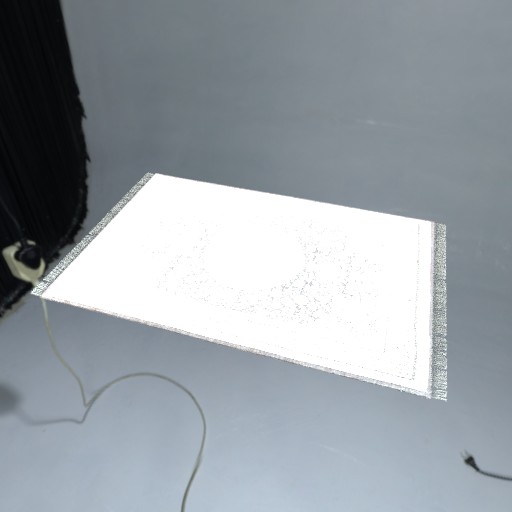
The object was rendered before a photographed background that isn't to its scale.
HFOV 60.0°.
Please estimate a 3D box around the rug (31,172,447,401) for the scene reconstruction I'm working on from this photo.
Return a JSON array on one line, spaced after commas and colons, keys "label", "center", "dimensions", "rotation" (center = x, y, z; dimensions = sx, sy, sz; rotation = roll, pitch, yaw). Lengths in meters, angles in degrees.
[{"label": "rug", "center": [0.000, 0.000, 2.988], "dimensions": [2.440, 0.010, 1.528], "rotation": [12, 42, 13]}]
